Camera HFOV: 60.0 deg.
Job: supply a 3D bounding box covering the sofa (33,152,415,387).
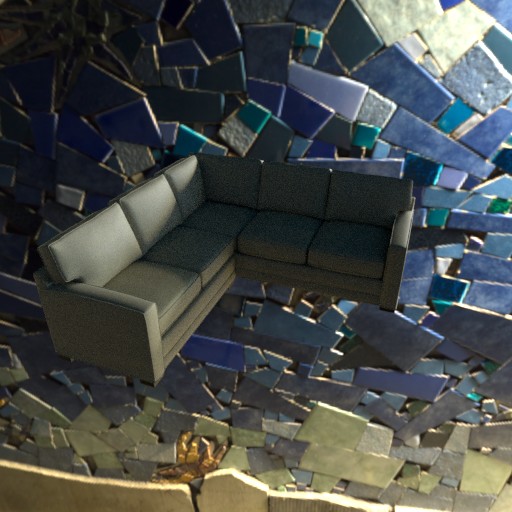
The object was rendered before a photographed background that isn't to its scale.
[{"bbox_3d":[0.000,0.000,3.447,2.211,0.936,2.188,10,31,17],"label":"sofa"}]
